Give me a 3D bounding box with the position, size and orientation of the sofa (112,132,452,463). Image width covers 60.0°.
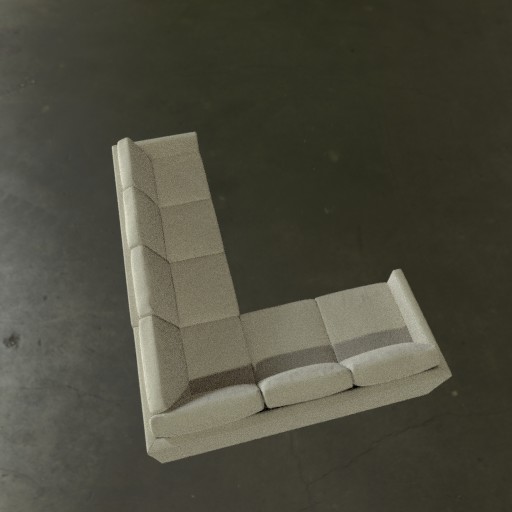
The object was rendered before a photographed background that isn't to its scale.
[{"bbox_3d":[0.000,0.000,4.348,2.432,0.863,3.182,-12,60,-7],"label":"sofa"}]
